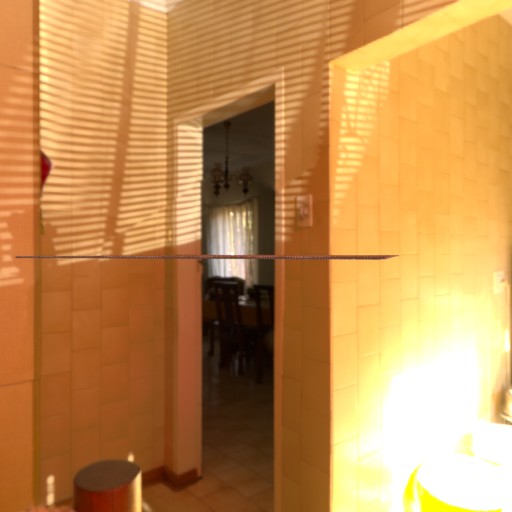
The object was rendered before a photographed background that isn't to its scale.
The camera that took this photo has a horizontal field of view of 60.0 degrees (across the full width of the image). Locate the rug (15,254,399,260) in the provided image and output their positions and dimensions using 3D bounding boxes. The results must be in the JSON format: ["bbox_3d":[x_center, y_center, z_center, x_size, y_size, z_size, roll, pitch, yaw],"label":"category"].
[{"bbox_3d":[0.000,0.000,4.087,2.456,0.021,3.068,0,0,19],"label":"rug"}]
